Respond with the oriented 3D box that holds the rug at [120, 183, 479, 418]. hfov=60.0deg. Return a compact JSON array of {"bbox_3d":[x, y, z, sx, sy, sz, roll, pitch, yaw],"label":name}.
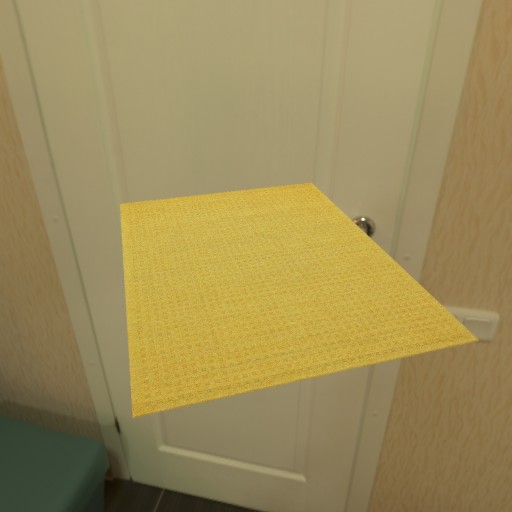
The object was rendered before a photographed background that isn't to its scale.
[{"bbox_3d":[0.000,0.000,4.313,2.486,0.015,3.242,-8,32,-14],"label":"rug"}]
